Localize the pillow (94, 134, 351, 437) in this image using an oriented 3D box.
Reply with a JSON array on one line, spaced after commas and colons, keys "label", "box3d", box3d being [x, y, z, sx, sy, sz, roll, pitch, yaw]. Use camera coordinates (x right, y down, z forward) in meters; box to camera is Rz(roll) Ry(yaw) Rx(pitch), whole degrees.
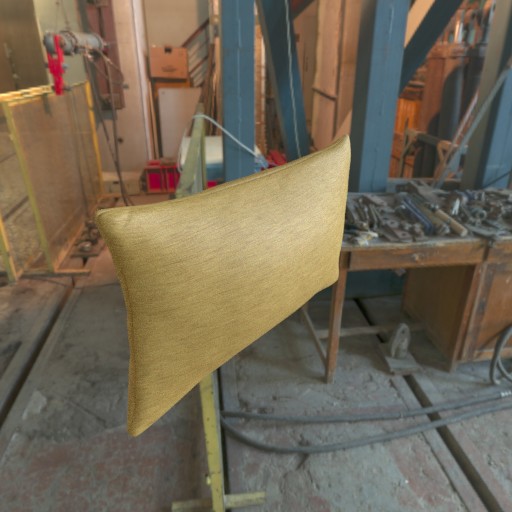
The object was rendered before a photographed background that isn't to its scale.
[{"label": "pillow", "box3d": [0.000, 0.000, 0.811, 0.210, 0.354, 0.634, 18, 31, 34]}]
